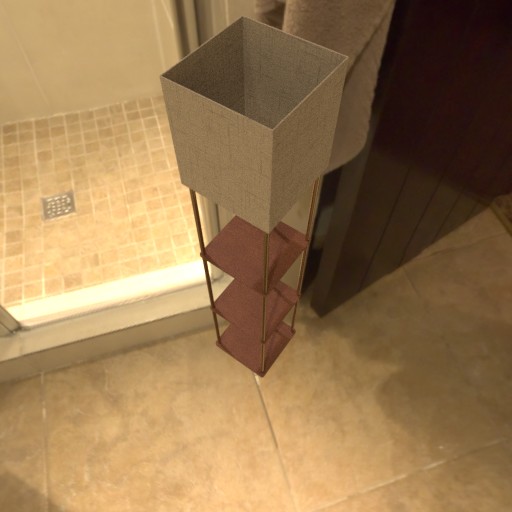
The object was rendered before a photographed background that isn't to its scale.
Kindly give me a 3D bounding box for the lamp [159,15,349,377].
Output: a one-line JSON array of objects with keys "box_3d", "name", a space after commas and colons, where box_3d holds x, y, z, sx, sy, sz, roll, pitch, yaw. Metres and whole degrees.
[{"box_3d": [0.000, 0.000, 1.660, 0.308, 1.569, 0.310, 31, 62, 19], "name": "lamp"}]
